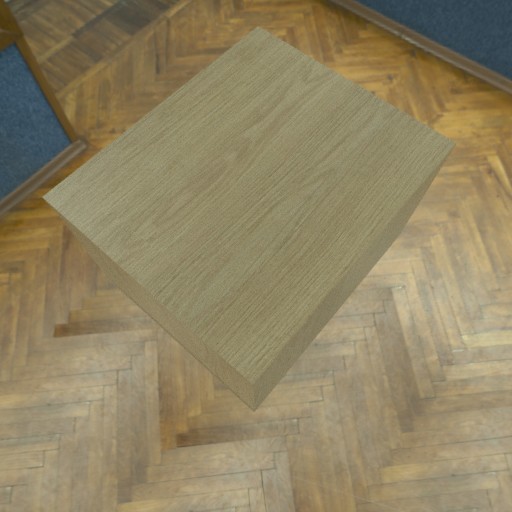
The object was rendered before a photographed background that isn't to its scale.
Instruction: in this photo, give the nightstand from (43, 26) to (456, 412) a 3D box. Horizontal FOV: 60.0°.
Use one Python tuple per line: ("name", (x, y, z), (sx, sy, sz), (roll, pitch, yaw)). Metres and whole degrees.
("nightstand", (0.000, 0.000, 0.881), (0.380, 0.571, 0.450), (38, 70, 16))
